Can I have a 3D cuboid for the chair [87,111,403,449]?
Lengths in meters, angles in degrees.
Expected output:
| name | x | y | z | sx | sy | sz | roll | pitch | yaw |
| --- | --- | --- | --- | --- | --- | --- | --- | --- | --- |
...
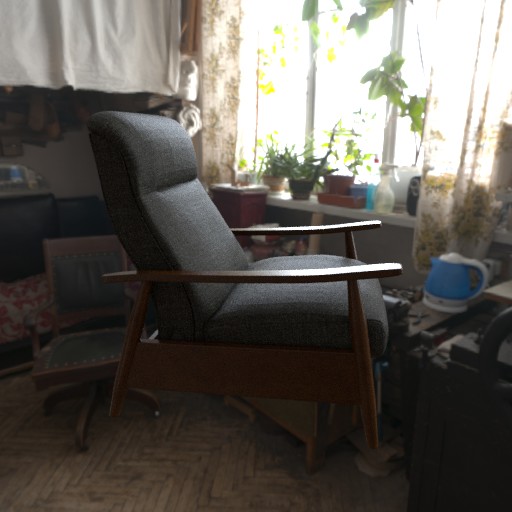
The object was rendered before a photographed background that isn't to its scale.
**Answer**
| name | x | y | z | sx | sy | sz | roll | pitch | yaw |
| --- | --- | --- | --- | --- | --- | --- | --- | --- | --- |
| chair | 0.000 | 0.000 | 1.757 | 1.014 | 1.082 | 0.762 | 3 | 15 | 10 |
